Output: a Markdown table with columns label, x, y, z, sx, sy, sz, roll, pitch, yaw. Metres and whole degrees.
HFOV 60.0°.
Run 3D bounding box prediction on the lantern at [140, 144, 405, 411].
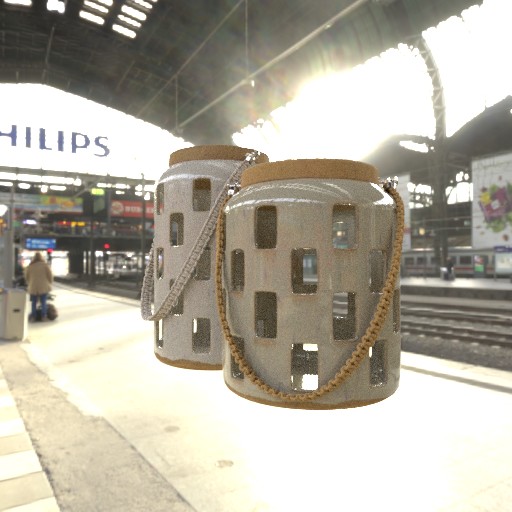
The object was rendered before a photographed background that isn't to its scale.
| label | x | y | z | sx | sy | sz | roll | pitch | yaw |
| --- | --- | --- | --- | --- | --- | --- | --- | --- | --- |
| lantern | 0.000 | 0.000 | 0.489 | 0.184 | 0.255 | 0.347 | 1 | -1 | -36 |
